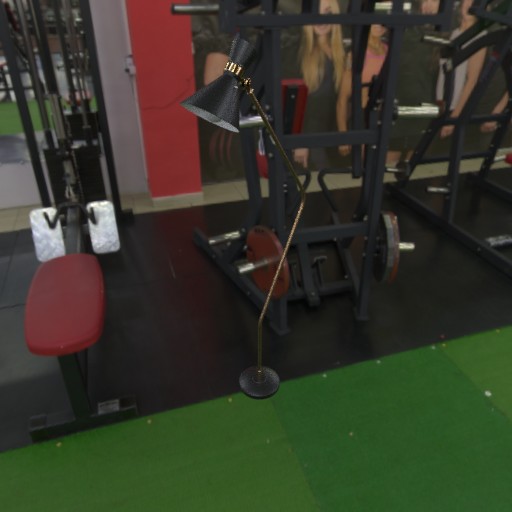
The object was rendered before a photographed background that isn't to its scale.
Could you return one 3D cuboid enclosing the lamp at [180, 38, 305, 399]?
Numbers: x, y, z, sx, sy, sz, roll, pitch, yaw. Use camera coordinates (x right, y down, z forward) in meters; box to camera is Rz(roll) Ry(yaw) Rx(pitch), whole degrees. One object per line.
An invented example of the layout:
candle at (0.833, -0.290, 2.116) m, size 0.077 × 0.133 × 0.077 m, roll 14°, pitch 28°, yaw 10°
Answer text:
lamp at (0.000, 0.000, 1.626) m, size 0.467 × 1.438 × 0.277 m, roll -8°, pitch 32°, yaw -14°
